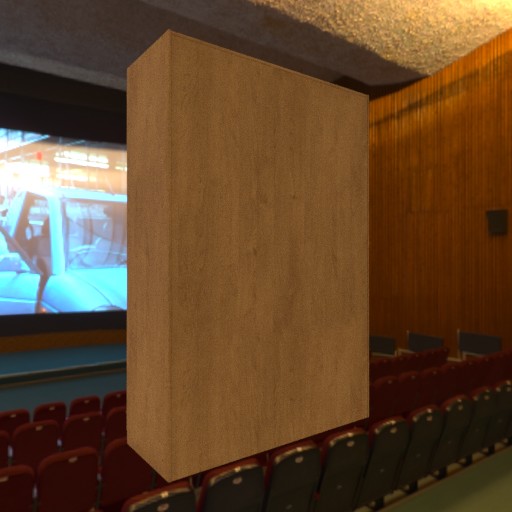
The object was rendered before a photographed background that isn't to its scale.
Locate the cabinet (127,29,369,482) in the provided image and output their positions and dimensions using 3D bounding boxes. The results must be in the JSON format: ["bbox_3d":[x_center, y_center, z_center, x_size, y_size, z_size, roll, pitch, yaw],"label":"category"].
[{"bbox_3d":[0.000,0.000,2.455,1.290,1.910,0.510,0,0,-36],"label":"cabinet"}]
